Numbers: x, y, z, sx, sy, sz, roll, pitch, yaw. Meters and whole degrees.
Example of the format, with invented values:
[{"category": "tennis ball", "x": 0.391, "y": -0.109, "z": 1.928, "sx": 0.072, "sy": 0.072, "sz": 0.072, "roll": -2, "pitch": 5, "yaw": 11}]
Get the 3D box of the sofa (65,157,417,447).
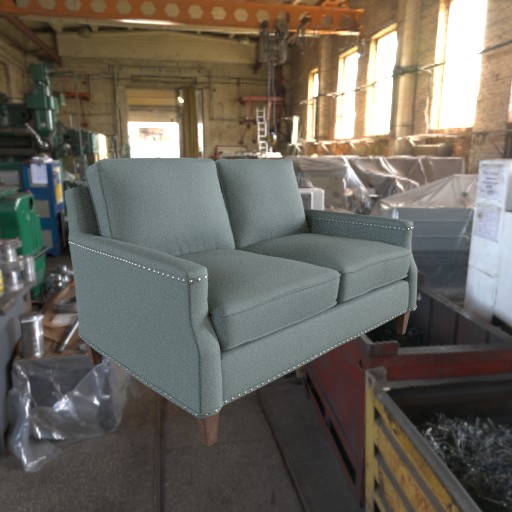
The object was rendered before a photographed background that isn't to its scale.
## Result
[{"category": "sofa", "x": 0.000, "y": 0.000, "z": 2.311, "sx": 1.597, "sy": 1.003, "sz": 1.084, "roll": -12, "pitch": 18, "yaw": -44}]
